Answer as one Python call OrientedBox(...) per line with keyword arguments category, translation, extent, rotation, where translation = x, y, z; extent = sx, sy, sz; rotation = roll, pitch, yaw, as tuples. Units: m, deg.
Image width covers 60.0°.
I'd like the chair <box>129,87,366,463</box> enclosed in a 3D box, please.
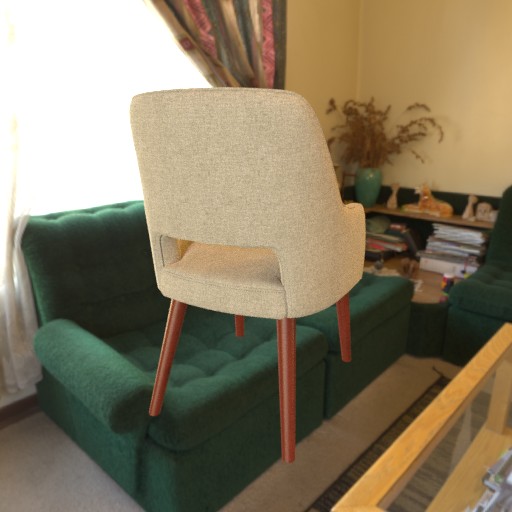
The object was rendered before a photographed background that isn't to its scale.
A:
OrientedBox(category="chair", translation=(0.000, 0.000, 1.245), extent=(0.548, 0.849, 0.605), rotation=(8, 19, 25))
